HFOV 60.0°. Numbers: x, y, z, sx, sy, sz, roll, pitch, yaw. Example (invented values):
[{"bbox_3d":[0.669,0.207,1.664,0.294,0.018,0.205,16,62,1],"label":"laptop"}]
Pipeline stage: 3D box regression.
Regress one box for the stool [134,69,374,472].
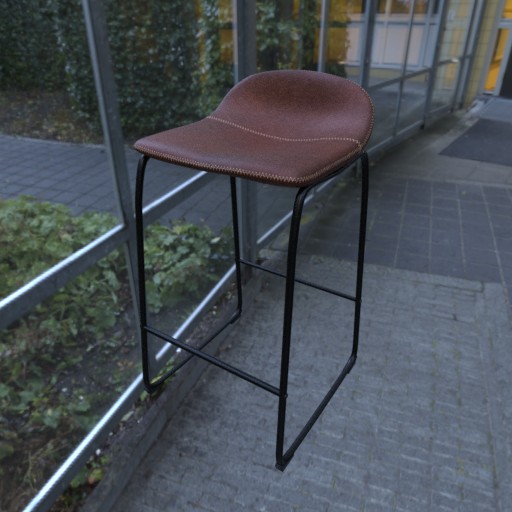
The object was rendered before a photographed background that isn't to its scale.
[{"bbox_3d":[0.000,0.000,1.124,0.454,0.830,0.473,18,34,29],"label":"stool"}]
